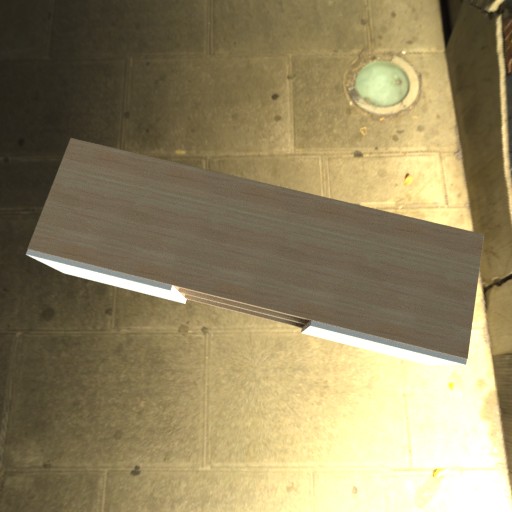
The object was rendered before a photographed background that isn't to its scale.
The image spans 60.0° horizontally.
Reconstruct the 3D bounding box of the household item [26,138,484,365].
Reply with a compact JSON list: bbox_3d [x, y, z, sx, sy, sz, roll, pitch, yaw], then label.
[{"bbox_3d":[0.000,0.000,1.559,1.400,0.310,0.420,14,76,3],"label":"household item"}]
